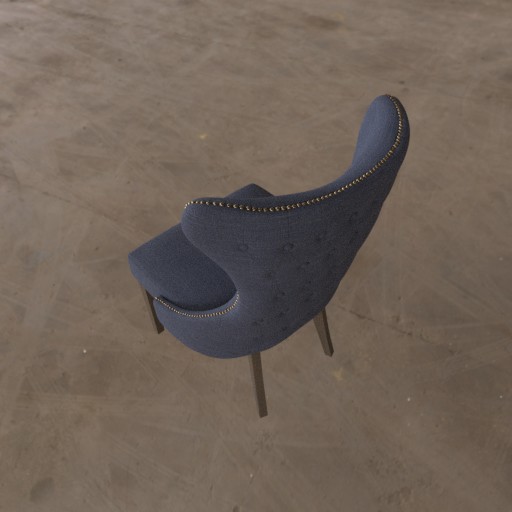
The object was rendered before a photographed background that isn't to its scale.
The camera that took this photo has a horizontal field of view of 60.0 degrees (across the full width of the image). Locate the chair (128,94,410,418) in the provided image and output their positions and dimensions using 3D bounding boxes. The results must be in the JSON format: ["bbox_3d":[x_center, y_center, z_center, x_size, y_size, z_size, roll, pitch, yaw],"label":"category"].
[{"bbox_3d":[0.000,0.000,1.331,0.628,0.967,0.635,-34,56,-27],"label":"chair"}]
